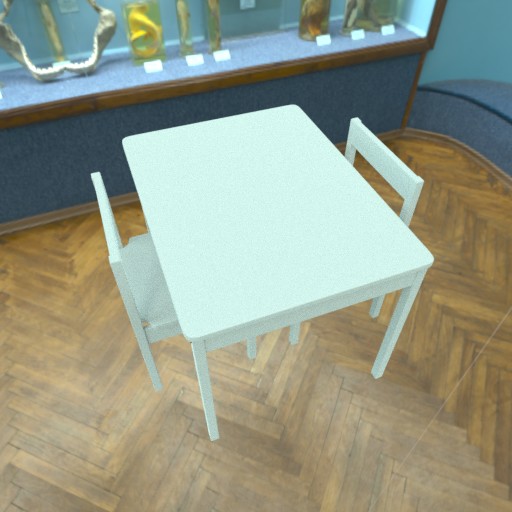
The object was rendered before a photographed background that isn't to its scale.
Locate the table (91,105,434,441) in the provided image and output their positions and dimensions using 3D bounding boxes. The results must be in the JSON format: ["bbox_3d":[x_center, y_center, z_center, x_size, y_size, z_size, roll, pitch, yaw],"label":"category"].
[{"bbox_3d":[0.000,0.000,1.148,0.672,0.503,0.650,-16,49,-14],"label":"table"}]
